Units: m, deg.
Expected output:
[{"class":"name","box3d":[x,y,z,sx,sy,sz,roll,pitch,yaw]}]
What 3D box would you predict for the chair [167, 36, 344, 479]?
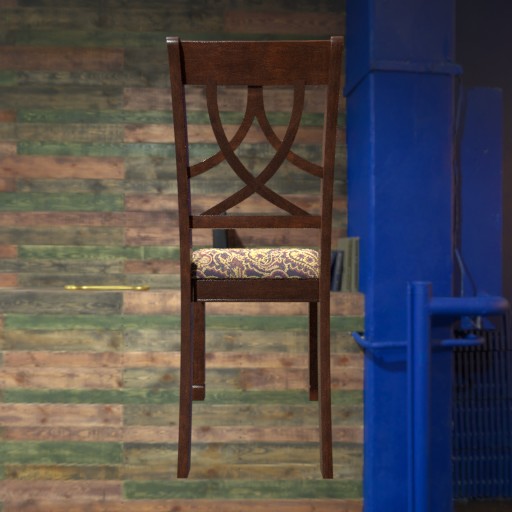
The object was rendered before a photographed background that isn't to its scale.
[{"class":"chair","box3d":[0.000,0.000,1.252,0.457,0.965,0.584,0,0,0]}]
